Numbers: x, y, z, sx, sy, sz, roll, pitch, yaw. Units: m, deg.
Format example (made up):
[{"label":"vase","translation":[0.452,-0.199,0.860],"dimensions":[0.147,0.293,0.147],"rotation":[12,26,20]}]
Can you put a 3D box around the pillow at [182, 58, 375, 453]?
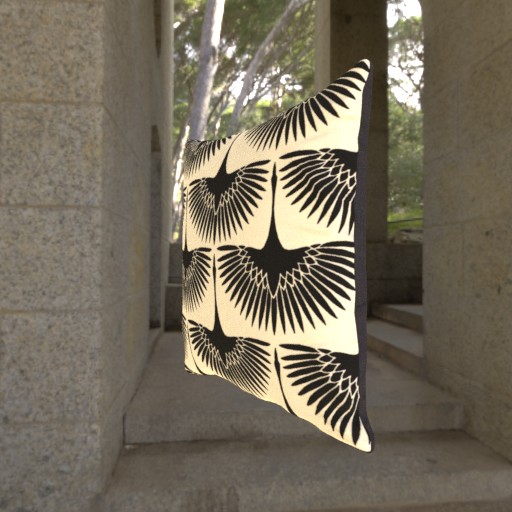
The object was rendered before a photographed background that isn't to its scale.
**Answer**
[{"label":"pillow","translation":[0.000,0.000,0.658],"dimensions":[0.139,0.432,0.432],"rotation":[0,0,-36]}]
